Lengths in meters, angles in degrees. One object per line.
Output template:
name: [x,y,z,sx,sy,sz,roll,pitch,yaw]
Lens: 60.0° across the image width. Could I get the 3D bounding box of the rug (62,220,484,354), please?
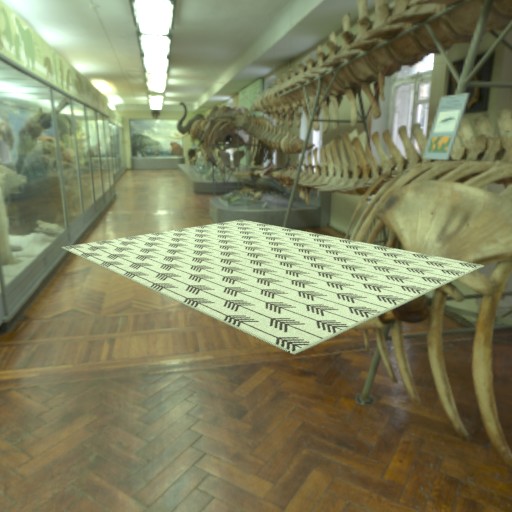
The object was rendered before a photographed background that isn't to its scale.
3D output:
rug: [0.000,0.000,3.987,2.330,0.010,3.061,-13,19,-41]
